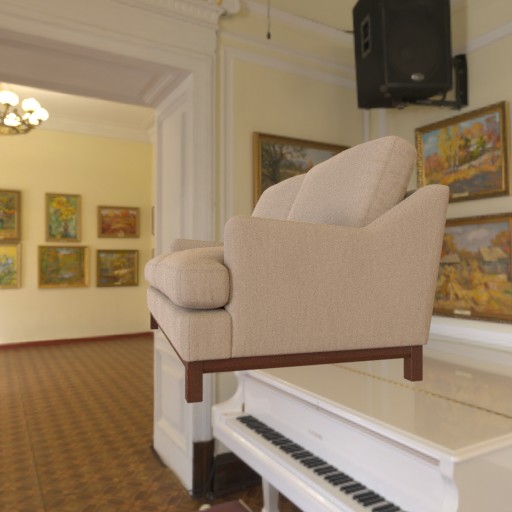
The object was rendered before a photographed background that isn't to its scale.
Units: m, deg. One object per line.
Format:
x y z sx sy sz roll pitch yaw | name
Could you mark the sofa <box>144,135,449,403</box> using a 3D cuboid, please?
0.000 0.000 2.221 1.004 0.910 1.619 0 -1 -17 | sofa
